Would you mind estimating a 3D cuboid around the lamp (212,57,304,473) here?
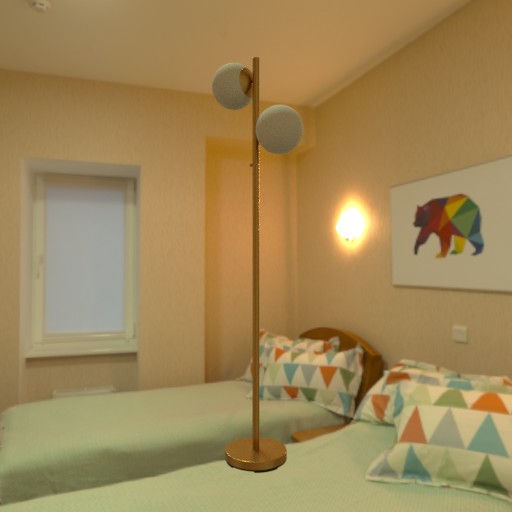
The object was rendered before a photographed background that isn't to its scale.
[{"bbox_3d":[0.000,0.000,1.812,0.419,1.641,0.249,-1,-2,35],"label":"lamp"}]
